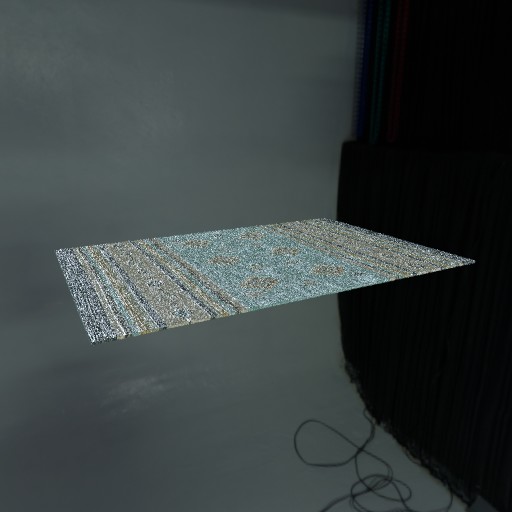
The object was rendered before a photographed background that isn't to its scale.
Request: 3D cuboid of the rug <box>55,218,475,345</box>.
[{"bbox_3d":[0.000,0.000,2.290,1.811,0.010,1.212,-9,18,-27],"label":"rug"}]
